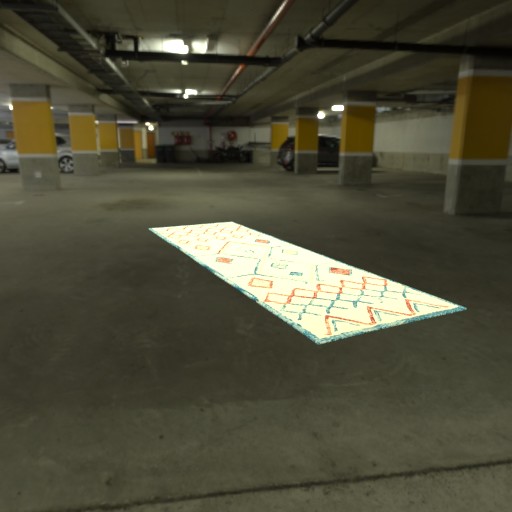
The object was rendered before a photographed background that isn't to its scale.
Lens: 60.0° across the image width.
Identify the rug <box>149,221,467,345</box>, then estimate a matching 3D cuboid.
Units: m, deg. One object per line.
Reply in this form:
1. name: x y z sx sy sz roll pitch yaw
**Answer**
1. rug: 0.000 0.000 2.741 0.750 0.011 2.435 -7 16 -26
